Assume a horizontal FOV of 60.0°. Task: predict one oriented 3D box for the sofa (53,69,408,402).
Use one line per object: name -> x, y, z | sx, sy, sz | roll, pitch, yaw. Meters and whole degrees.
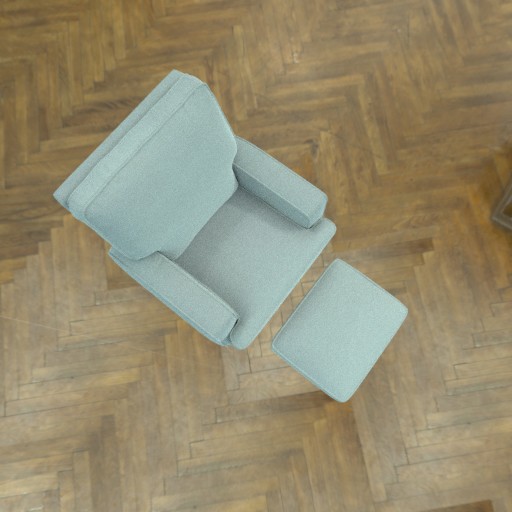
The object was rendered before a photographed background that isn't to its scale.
sofa -> 0.000, 0.000, 2.059 | 1.472, 0.959, 0.861 | 37, 78, 9
